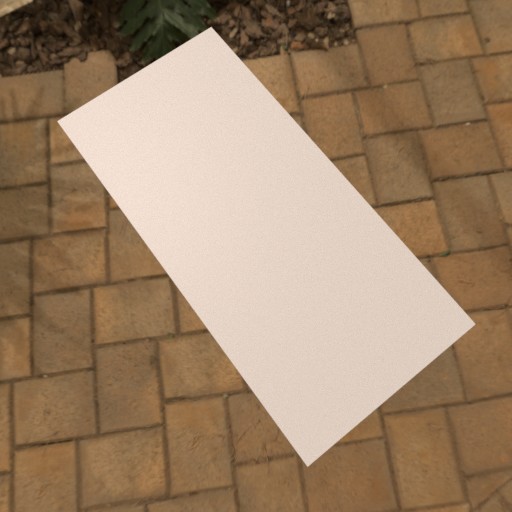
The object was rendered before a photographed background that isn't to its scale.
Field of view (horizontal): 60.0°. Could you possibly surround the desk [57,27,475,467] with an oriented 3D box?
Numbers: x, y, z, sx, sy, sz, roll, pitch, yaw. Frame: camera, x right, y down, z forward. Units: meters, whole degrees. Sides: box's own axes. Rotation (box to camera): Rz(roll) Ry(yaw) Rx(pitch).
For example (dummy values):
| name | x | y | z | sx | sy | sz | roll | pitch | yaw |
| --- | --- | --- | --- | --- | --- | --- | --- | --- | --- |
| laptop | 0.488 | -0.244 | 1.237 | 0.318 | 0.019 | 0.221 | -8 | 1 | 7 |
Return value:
| name | x | y | z | sx | sy | sz | roll | pitch | yaw |
| --- | --- | --- | --- | --- | --- | --- | --- | --- | --- |
| desk | 0.000 | 0.000 | 1.482 | 0.525 | 0.780 | 1.057 | -36 | 77 | -9 |
